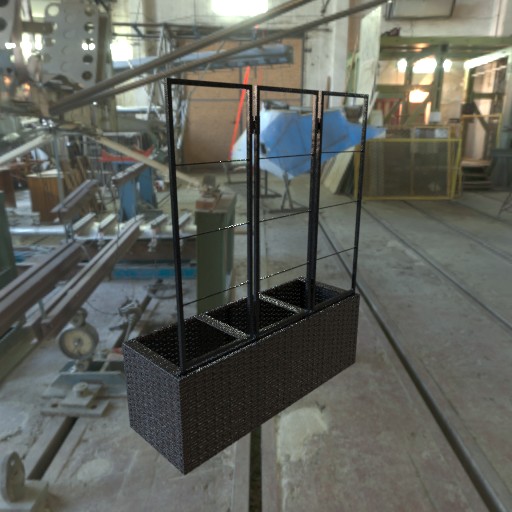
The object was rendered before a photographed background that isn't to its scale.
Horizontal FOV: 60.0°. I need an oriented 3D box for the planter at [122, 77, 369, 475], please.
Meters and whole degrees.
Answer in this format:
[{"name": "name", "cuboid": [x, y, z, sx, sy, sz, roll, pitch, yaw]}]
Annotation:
[{"name": "planter", "cuboid": [0.000, 0.000, 1.198, 0.244, 0.841, 0.699, 16, 23, 43]}]
